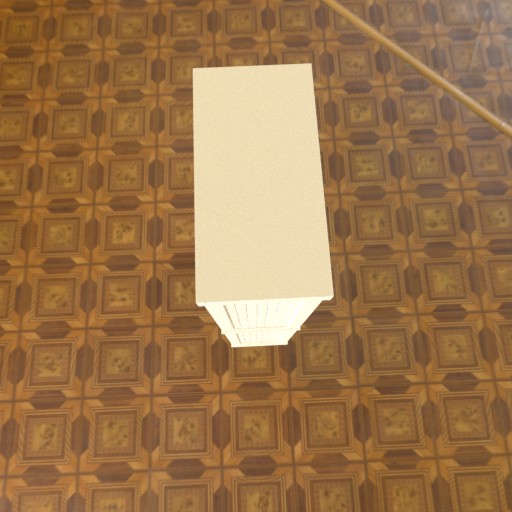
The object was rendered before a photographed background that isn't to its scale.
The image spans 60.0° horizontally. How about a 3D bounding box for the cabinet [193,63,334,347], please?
[{"bbox_3d":[0.000,0.000,2.193,0.390,1.829,0.754,-3,75,-1],"label":"cabinet"}]
